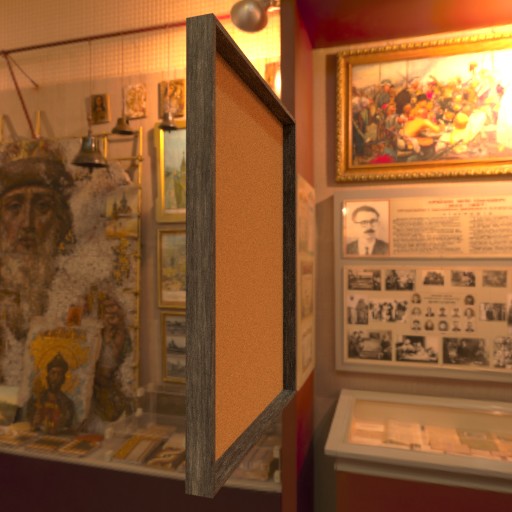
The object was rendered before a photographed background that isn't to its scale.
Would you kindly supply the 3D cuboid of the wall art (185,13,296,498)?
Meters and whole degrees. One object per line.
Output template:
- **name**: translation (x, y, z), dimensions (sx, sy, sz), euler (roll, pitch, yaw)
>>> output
- **wall art**: translation (0.000, 0.000, 1.298), dimensions (0.063, 1.016, 0.762), euler (0, 0, 18)
